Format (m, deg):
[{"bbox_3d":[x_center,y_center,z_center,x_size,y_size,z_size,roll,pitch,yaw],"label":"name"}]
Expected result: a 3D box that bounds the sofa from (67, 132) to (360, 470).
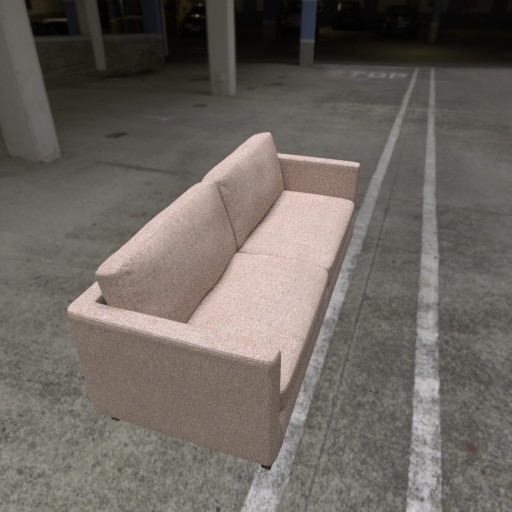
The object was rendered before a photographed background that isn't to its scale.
[{"bbox_3d":[0.000,0.000,2.721,0.951,0.965,2.208,10,33,16],"label":"sofa"}]
